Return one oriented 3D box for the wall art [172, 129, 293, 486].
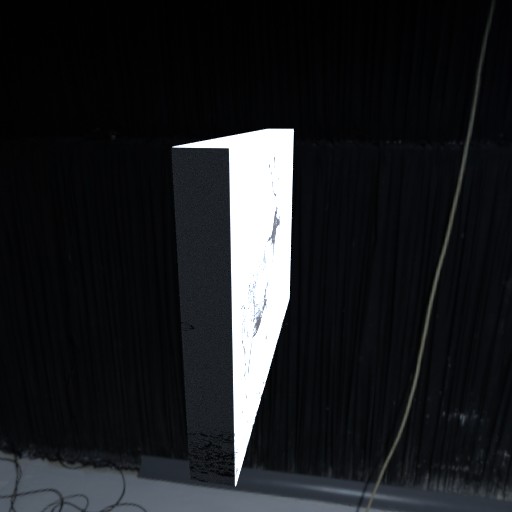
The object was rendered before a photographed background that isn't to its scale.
[{"bbox_3d":[0.000,0.000,0.490,0.038,0.259,0.381,3,18,10],"label":"wall art"}]
